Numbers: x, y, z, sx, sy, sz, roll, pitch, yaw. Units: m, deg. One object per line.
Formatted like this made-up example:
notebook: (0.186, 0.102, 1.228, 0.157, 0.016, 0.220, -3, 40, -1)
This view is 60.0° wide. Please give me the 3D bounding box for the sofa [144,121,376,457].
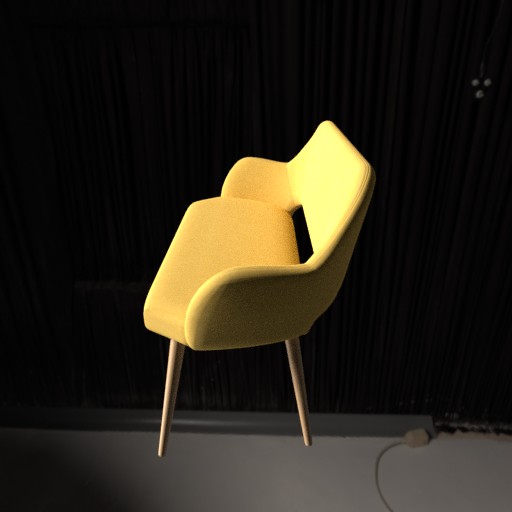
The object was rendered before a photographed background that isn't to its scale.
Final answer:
sofa: (0.000, 0.000, 1.600, 0.610, 0.840, 1.150, 0, 26, 1)
